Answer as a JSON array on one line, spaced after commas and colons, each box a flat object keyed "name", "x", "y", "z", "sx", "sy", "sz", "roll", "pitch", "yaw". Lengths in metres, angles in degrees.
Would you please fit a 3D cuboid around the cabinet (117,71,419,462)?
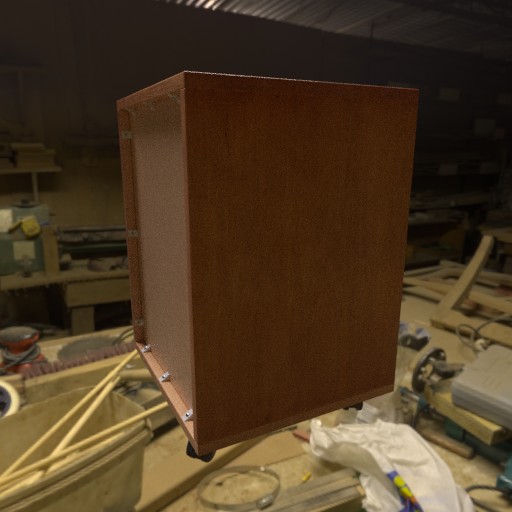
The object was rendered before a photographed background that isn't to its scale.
[{"name": "cabinet", "x": 0.000, "y": 0.000, "z": 0.850, "sx": 0.401, "sy": 0.579, "sz": 0.409, "roll": -7, "pitch": 16, "yaw": -27}]
